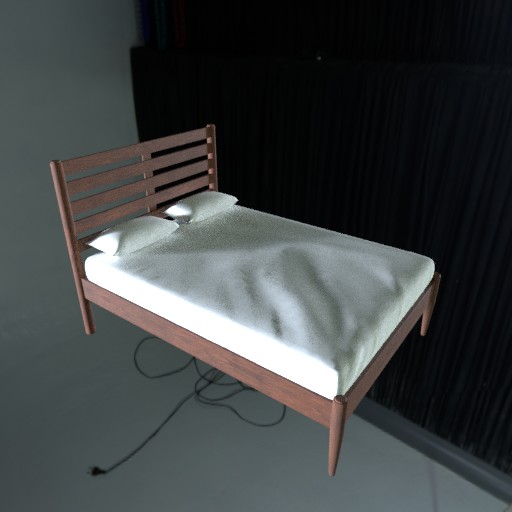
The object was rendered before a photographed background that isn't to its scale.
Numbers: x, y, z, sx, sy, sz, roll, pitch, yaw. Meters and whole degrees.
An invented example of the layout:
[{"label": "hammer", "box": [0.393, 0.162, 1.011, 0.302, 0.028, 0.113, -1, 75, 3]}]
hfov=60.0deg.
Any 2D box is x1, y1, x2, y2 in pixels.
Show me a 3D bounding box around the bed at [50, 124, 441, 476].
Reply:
[{"label": "bed", "box": [0.000, 0.000, 3.022, 2.093, 1.304, 1.509, 19, 32, 32]}]
